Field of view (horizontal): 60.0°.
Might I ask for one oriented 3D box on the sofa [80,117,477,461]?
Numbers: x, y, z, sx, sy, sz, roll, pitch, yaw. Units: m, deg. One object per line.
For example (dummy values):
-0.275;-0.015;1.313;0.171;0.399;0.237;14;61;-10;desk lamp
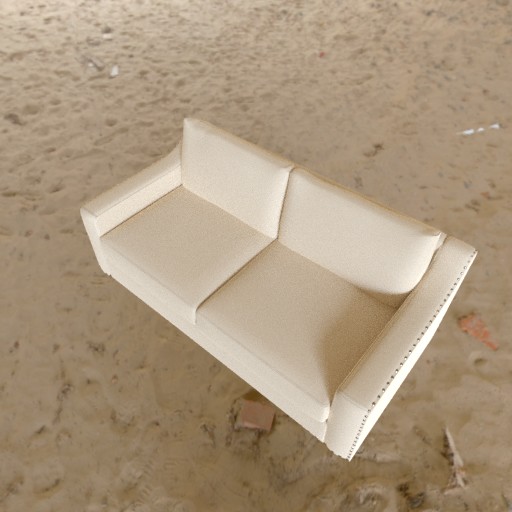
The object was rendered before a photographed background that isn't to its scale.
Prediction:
0.000;0.000;2.331;1.812;0.830;0.949;31;54;26;sofa
